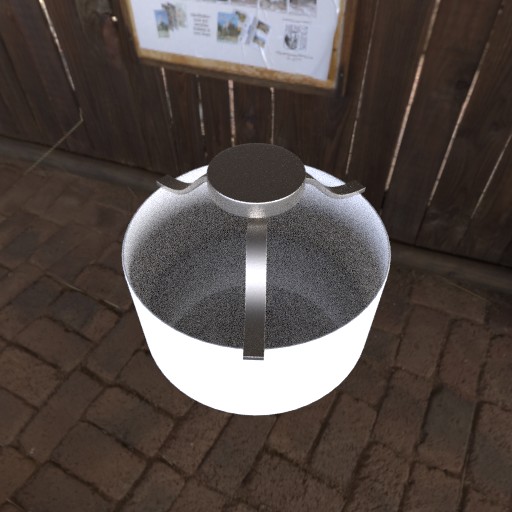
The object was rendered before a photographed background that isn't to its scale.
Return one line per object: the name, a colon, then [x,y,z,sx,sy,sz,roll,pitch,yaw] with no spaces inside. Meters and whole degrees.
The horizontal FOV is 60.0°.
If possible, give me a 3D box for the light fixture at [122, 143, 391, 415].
light fixture: [0.000,0.000,0.666,0.395,0.304,0.395,0,47,0]
